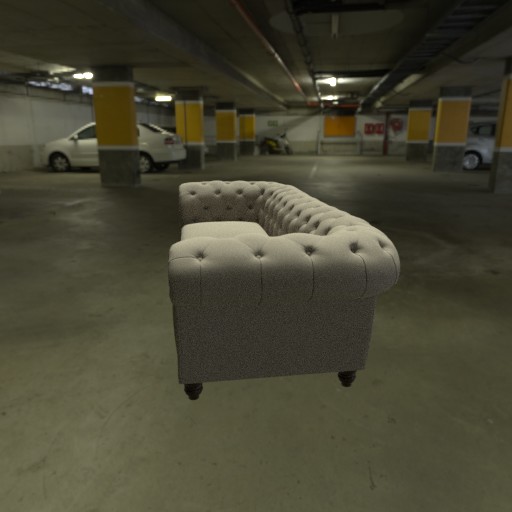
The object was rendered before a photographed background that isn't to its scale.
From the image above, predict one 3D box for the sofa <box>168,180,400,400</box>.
[{"bbox_3d":[0.000,0.000,2.808,0.991,0.749,2.411,-2,15,-8],"label":"sofa"}]
